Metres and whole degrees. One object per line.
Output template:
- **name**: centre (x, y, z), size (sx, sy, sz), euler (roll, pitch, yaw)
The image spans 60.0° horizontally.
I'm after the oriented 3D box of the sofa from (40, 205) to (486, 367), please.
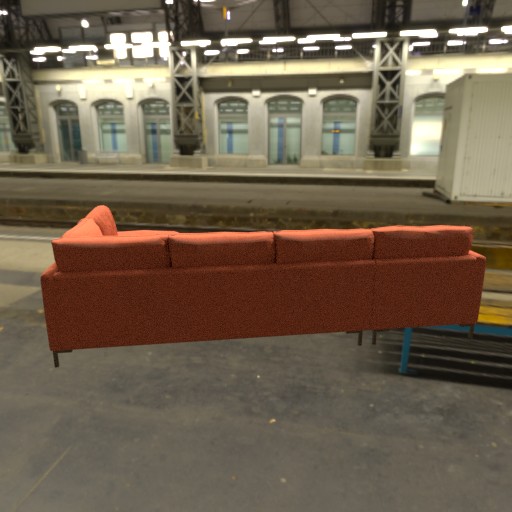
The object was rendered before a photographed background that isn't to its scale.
- **sofa**: centre (0.000, 0.000, 3.545), size (2.736, 0.757, 1.879), euler (-2, 15, -8)
